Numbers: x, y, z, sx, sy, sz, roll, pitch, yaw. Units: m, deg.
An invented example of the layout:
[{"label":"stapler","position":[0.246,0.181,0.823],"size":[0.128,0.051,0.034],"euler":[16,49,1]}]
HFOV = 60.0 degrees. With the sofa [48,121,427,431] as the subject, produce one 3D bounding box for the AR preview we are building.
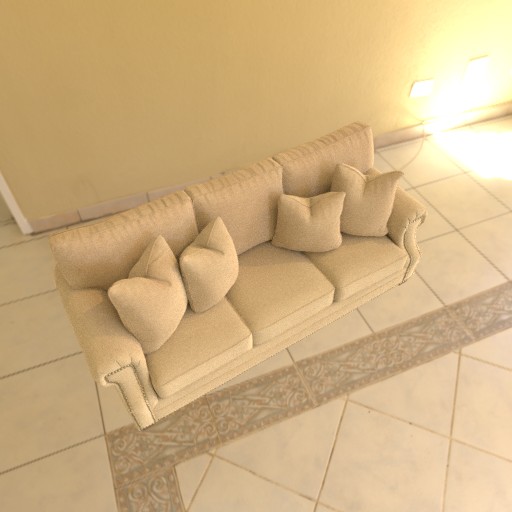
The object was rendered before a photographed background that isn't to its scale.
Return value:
[{"label":"sofa","position":[0.000,0.000,2.844],"size":[2.312,0.975,0.965],"euler":[-25,52,-21]}]
